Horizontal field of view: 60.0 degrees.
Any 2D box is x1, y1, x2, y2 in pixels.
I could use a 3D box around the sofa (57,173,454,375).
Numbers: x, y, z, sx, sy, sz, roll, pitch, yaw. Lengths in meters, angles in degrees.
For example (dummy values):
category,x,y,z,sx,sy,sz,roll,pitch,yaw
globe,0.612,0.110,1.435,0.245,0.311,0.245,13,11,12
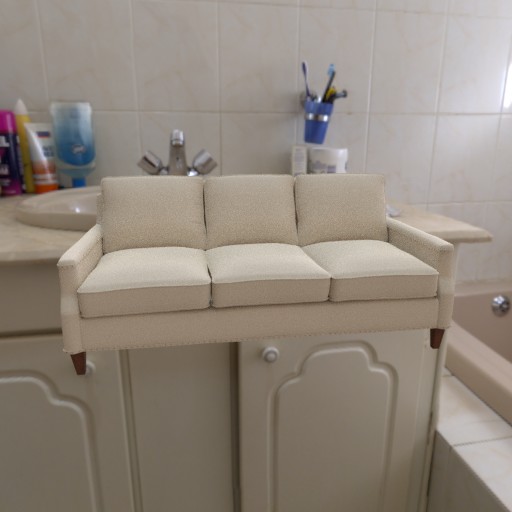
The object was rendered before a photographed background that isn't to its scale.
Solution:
category,x,y,z,sx,sy,sz,roll,pitch,yaw
sofa,0.000,0.000,2.924,2.246,1.003,1.084,-2,16,-8
